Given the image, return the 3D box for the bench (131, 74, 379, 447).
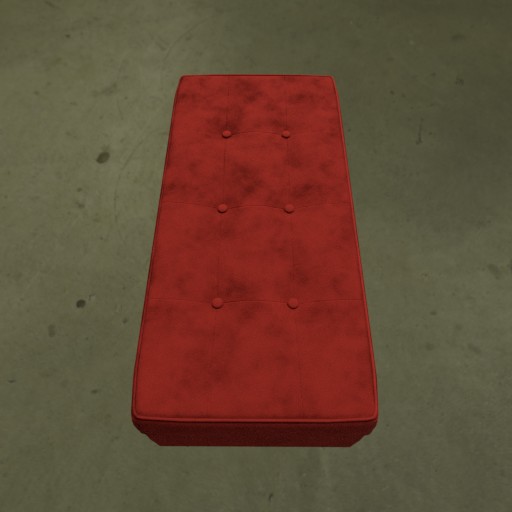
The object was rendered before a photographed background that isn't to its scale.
[{"bbox_3d":[0.000,0.000,1.272,0.492,0.471,1.016,0,59,0],"label":"bench"}]
